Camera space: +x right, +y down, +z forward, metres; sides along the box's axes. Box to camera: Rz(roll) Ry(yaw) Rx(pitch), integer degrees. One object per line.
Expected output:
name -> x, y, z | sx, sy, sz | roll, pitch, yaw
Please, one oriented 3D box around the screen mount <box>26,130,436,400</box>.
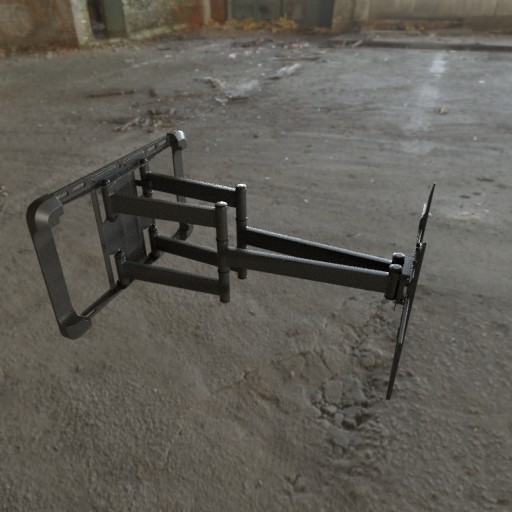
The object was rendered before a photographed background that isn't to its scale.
screen mount -> 0.000, 0.000, 1.318 | 0.905, 0.483, 0.725 | 12, 34, 18
